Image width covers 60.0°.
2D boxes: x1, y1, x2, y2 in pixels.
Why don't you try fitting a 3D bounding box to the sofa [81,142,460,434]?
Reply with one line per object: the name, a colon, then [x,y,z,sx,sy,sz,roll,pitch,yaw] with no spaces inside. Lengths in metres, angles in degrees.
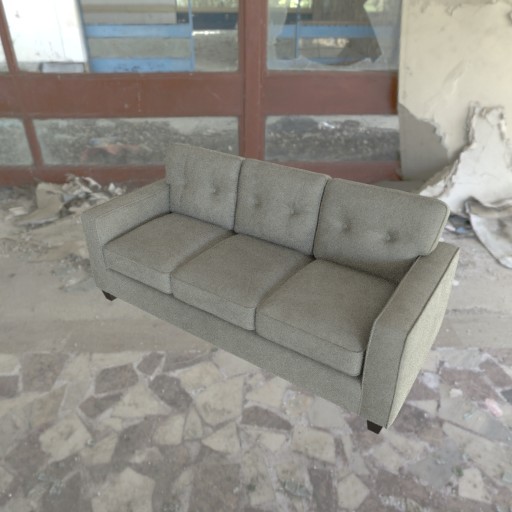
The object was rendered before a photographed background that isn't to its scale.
sofa: [0.000,0.000,2.705,2.133,0.965,0.939,19,35,29]
